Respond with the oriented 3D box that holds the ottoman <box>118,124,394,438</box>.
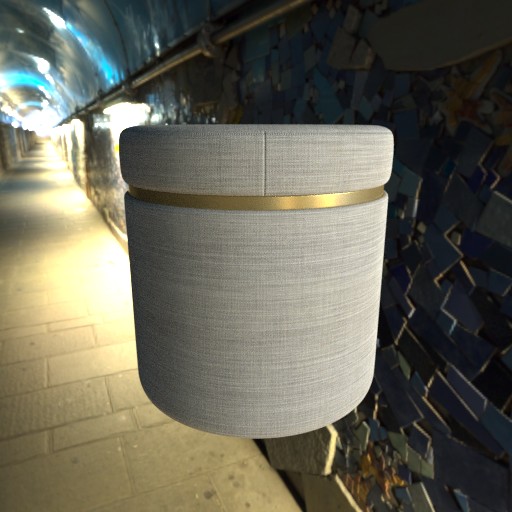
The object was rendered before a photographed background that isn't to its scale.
[{"bbox_3d":[0.000,0.000,0.719,0.400,0.406,0.400,0,16,0],"label":"ottoman"}]
